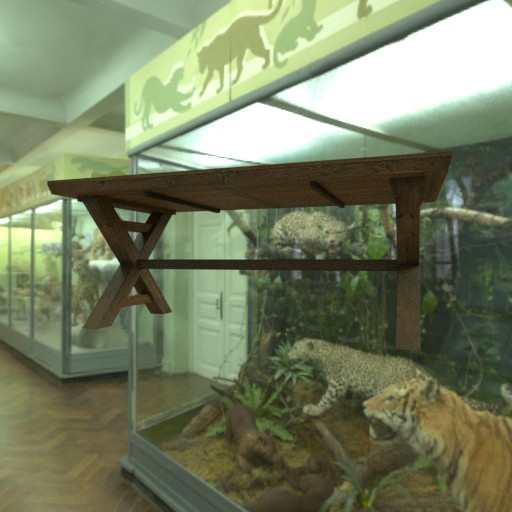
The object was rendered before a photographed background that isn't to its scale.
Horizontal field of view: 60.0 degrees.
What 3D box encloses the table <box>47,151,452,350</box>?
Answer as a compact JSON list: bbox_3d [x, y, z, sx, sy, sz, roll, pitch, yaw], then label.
[{"bbox_3d":[0.000,0.000,2.520,1.966,0.793,1.071,0,0,19],"label":"table"}]
